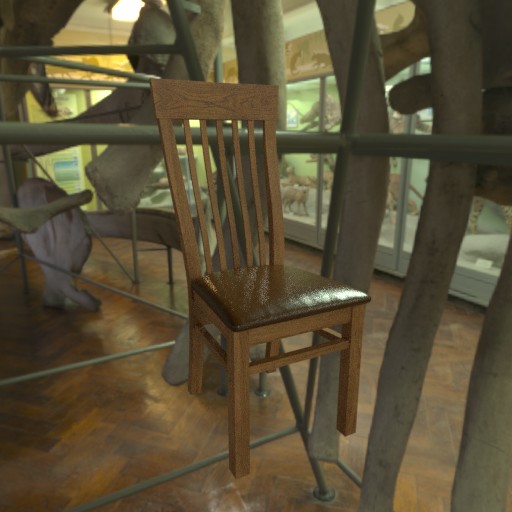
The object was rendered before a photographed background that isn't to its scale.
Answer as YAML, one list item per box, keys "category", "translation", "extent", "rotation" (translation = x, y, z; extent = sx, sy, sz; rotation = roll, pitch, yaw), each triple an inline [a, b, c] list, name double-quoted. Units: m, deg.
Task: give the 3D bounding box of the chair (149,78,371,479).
- category: "chair"
  translation: [0.000, 0.000, 1.363]
  extent: [0.450, 1.050, 0.580]
  rotation: [-8, 17, -27]
